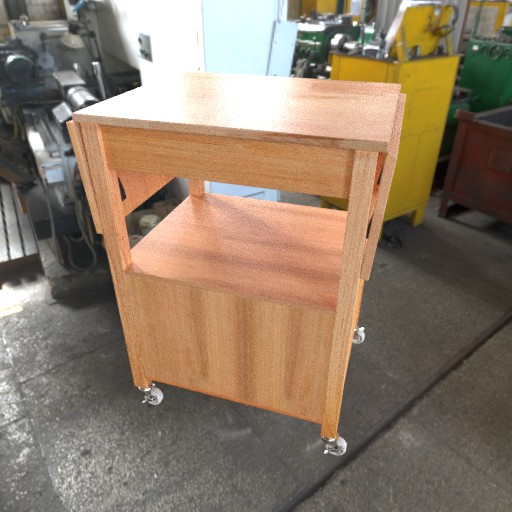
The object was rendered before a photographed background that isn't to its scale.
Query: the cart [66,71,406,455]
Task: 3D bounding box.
[{"bbox_3d":[0.000,0.000,1.213,0.640,0.838,0.508,10,33,15],"label":"cart"}]
